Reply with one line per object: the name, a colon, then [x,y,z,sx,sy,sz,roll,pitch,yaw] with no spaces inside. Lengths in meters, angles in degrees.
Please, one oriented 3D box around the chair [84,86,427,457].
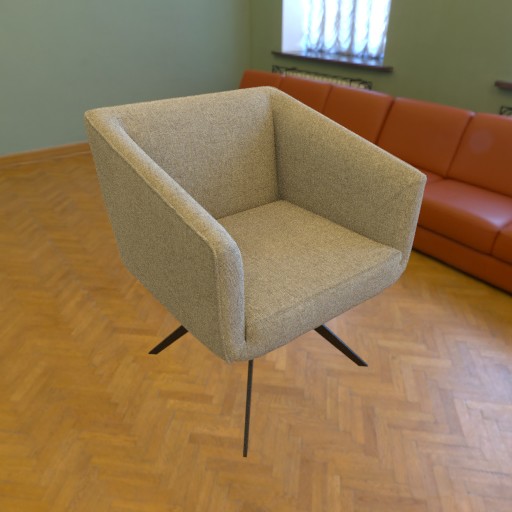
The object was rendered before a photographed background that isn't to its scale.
chair: [0.000,0.000,1.228,0.628,0.760,0.623,-21,36,-32]
